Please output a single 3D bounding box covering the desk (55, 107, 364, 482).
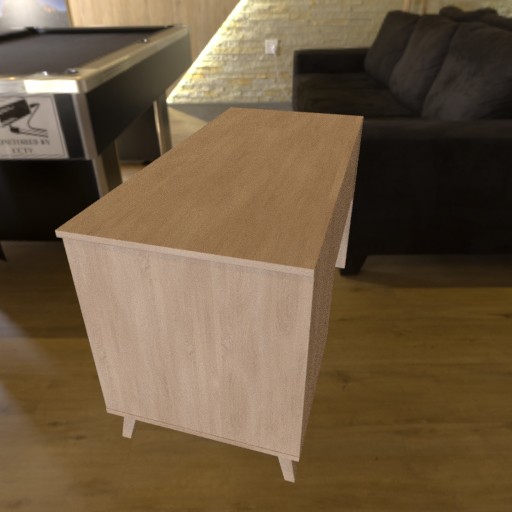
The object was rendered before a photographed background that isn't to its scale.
[{"bbox_3d":[0.000,0.000,1.658,0.600,0.770,1.251,9,32,14],"label":"desk"}]
